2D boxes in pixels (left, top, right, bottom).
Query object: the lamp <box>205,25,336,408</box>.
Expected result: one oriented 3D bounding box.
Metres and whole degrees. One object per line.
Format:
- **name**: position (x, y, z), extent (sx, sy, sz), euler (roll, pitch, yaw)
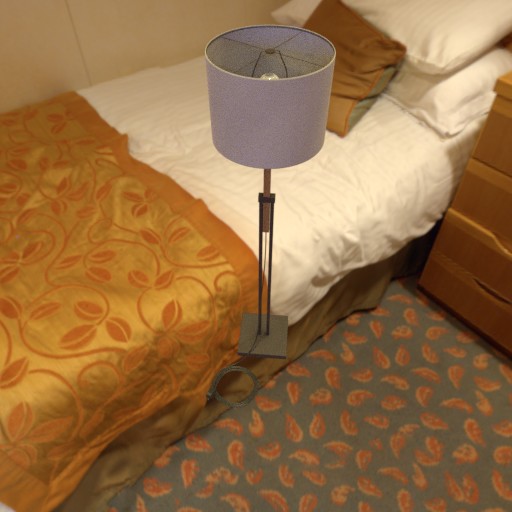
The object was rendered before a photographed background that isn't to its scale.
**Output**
- **lamp**: position (0.000, 0.000, 1.909), extent (0.474, 1.650, 0.639), euler (4, 47, 4)
